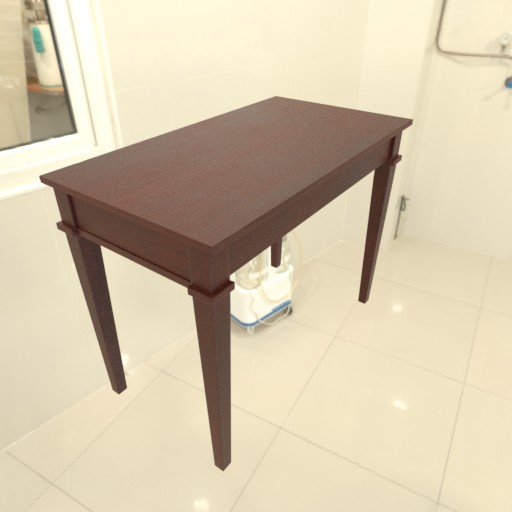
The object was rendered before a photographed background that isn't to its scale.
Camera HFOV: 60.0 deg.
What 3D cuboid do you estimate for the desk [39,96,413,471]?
[{"bbox_3d":[0.000,0.000,1.463,0.549,0.762,1.001,22,39,30],"label":"desk"}]
